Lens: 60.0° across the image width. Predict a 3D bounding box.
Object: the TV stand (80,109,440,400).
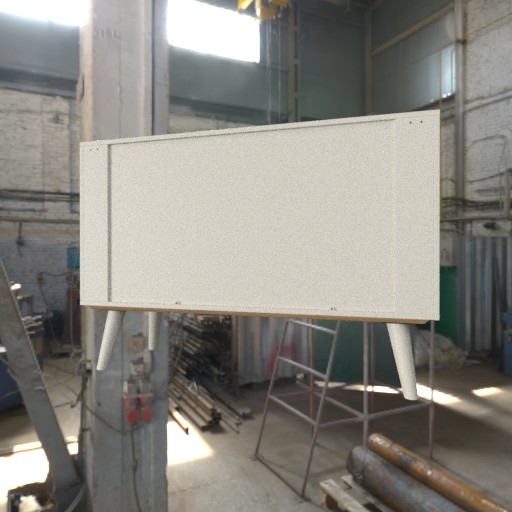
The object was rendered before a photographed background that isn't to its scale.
[{"bbox_3d":[0.000,0.000,1.597,1.193,0.812,0.406,0,0,18],"label":"TV stand"}]
